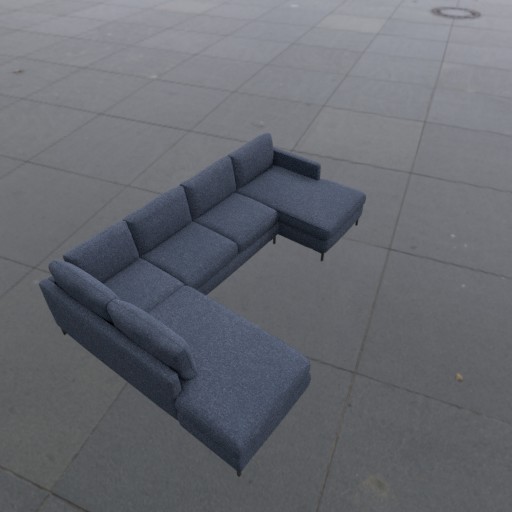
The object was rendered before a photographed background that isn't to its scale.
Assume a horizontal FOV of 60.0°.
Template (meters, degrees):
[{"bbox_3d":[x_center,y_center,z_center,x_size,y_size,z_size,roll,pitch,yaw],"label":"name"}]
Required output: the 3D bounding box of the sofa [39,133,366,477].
[{"bbox_3d":[0.000,0.000,3.925,2.007,0.813,2.956,27,48,27],"label":"sofa"}]
